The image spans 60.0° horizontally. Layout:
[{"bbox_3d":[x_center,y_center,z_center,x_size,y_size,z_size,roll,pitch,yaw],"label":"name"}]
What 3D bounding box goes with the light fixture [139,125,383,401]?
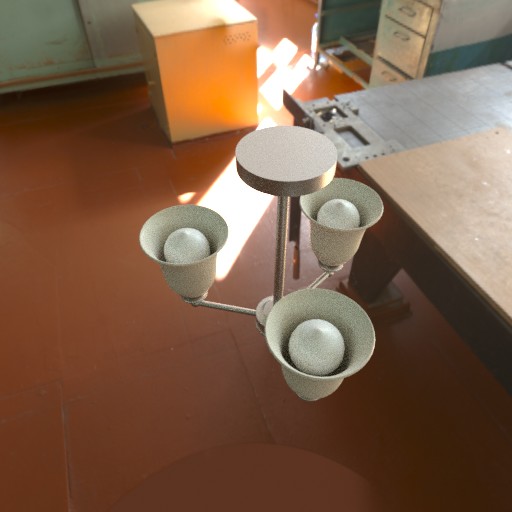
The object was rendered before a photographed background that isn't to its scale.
[{"bbox_3d":[0.000,0.000,0.661,0.354,0.370,0.388,10,46,9],"label":"light fixture"}]
